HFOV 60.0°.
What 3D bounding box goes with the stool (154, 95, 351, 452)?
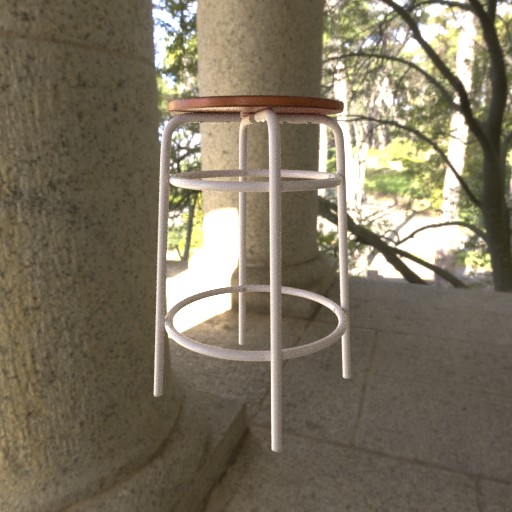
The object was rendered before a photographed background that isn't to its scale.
[{"bbox_3d":[0.000,0.000,0.935,0.455,0.610,0.455,-3,15,-10],"label":"stool"}]
